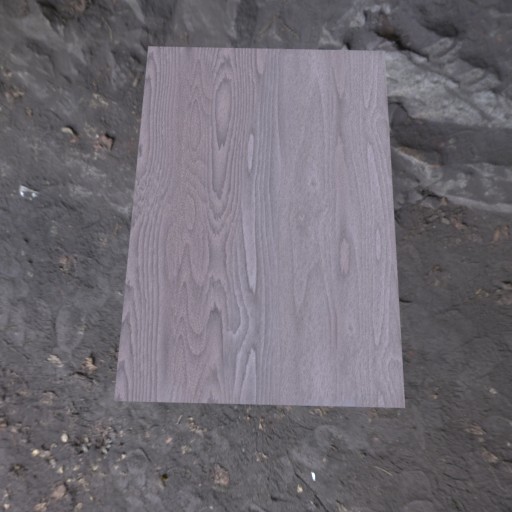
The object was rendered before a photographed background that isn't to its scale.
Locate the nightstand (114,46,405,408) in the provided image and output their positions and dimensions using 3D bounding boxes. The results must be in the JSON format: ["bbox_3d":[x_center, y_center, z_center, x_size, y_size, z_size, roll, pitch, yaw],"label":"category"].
[{"bbox_3d":[0.000,0.000,0.748,0.325,0.461,0.442,1,76,0],"label":"nightstand"}]
